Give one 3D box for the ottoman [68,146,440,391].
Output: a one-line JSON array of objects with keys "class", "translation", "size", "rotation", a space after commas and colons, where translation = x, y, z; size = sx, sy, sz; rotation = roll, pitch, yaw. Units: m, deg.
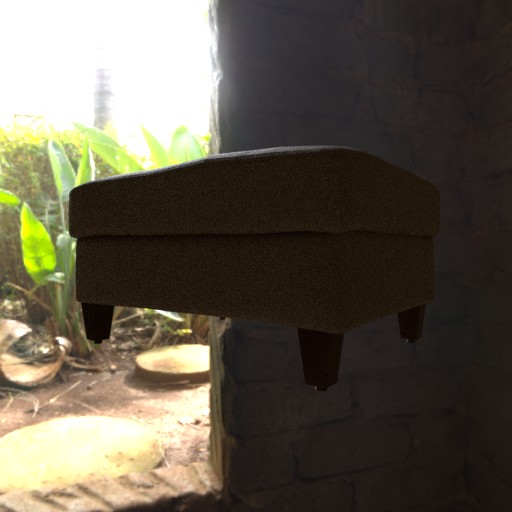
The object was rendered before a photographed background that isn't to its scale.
[{"class": "ottoman", "translation": [0.000, 0.000, 1.305], "size": [0.889, 0.511, 0.692], "rotation": [1, 1, 36]}]
